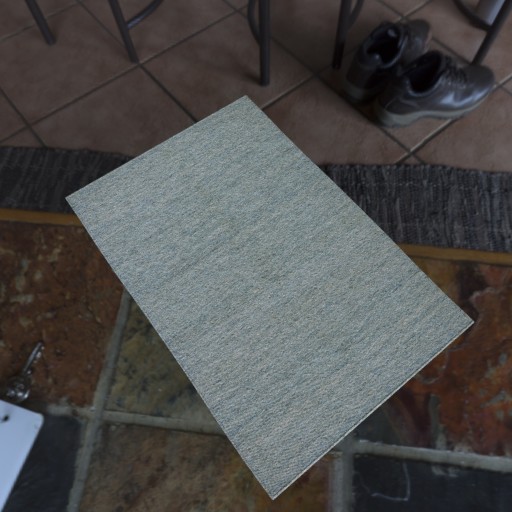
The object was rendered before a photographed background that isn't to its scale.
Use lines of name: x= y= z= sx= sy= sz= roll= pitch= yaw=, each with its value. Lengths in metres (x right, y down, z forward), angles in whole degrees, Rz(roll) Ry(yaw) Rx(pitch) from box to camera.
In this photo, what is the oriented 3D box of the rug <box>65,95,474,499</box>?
rug: x=0.000 y=0.000 z=2.839 sx=1.547 sy=0.013 sz=2.283 roll=-35 pitch=69 yaw=-15
